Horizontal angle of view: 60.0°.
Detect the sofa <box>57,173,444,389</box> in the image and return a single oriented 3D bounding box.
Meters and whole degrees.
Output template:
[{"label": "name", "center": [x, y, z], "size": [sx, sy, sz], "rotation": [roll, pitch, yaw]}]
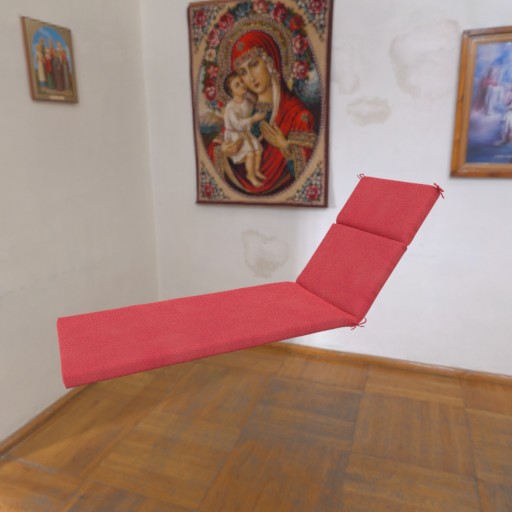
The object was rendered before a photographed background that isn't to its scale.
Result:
[{"label": "sofa", "center": [0.000, 0.000, 1.961], "size": [1.663, 0.622, 0.582], "rotation": [-7, 17, -25]}]
